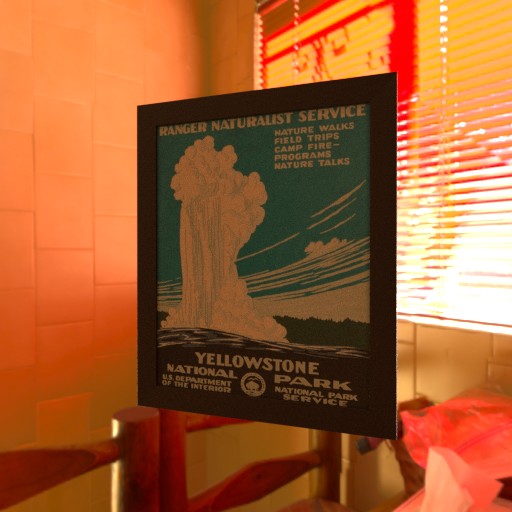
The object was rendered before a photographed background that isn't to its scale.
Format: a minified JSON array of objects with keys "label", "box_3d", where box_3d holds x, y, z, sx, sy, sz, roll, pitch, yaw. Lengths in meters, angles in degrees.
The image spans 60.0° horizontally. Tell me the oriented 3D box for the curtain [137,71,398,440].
[{"label":"curtain","box_3d":[0.000,0.000,0.796,0.483,0.585,0.027,0,0,20]}]
